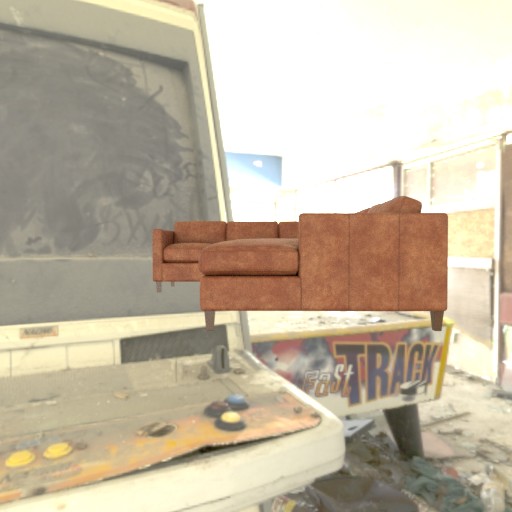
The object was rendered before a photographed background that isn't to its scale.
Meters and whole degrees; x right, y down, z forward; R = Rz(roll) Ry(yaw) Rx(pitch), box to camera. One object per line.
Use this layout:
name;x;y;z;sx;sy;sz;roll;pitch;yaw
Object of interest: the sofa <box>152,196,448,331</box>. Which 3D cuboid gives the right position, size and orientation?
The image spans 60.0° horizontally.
sofa;0.000;0.000;4.436;2.452;0.888;3.324;0;1;1
